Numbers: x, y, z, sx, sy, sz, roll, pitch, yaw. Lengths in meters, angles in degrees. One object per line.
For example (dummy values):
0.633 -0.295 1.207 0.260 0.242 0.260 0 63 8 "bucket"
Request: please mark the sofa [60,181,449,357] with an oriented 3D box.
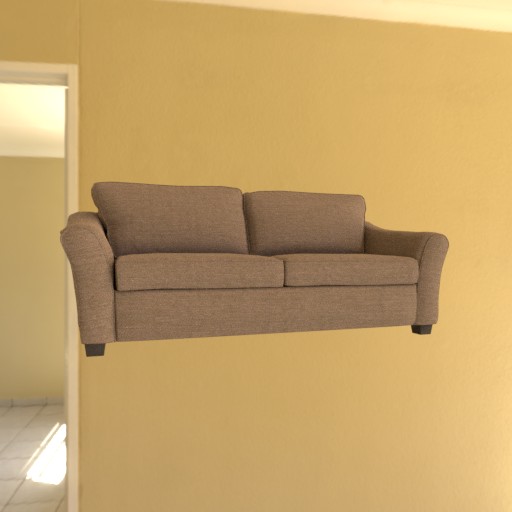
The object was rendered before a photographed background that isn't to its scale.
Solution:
0.000 0.000 2.823 2.270 0.965 0.980 0 0 -19 "sofa"
